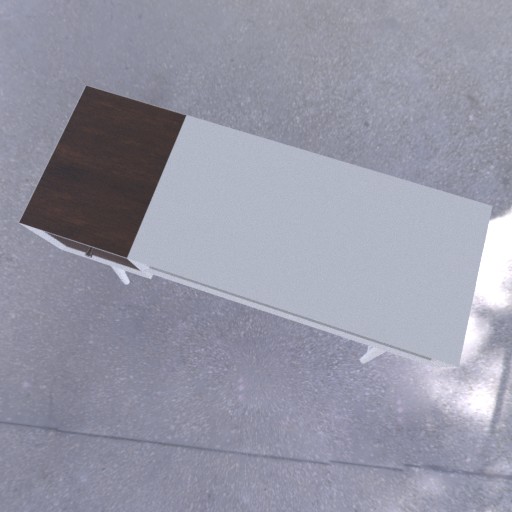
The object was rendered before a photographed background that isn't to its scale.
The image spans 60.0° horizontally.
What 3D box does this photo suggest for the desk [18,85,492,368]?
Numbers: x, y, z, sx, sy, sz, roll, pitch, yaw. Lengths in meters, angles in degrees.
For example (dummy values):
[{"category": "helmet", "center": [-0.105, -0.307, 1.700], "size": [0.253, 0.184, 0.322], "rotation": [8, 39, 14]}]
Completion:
[{"category": "desk", "center": [0.000, 0.000, 1.432], "size": [1.069, 0.761, 0.409], "rotation": [18, 76, 5]}]
